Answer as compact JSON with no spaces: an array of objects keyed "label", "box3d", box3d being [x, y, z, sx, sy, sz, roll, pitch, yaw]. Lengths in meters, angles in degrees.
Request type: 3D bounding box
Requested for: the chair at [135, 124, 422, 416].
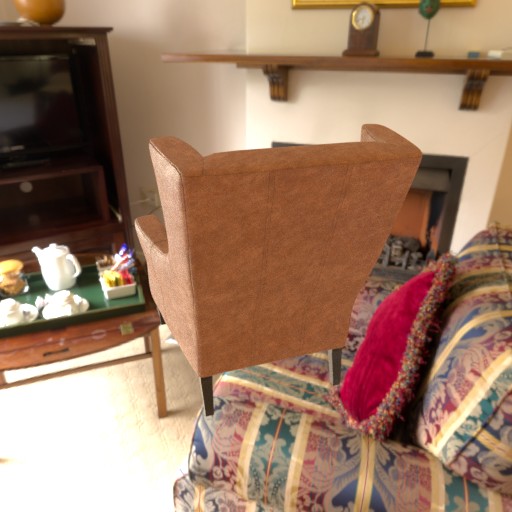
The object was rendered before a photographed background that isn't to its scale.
[{"label":"chair","box3d":[0.000,0.000,1.717,0.853,1.016,0.926,-8,27,-16]}]
